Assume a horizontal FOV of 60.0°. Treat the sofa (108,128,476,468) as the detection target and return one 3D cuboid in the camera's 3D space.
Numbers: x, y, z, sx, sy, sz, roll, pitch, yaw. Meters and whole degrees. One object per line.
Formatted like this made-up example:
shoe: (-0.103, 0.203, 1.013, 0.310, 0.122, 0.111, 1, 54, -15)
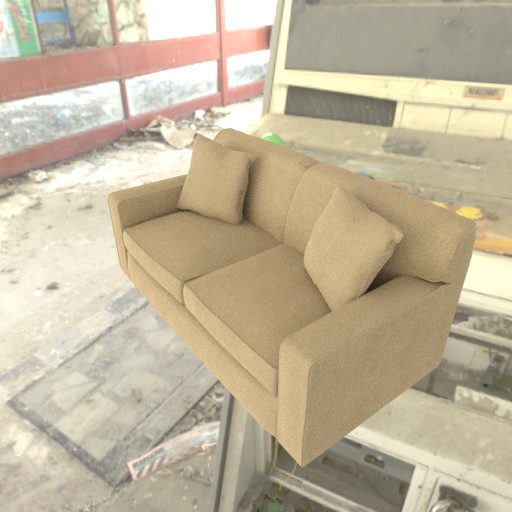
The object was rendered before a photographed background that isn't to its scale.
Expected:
sofa: (0.000, 0.000, 2.425, 0.998, 0.958, 1.846, -21, 37, -31)
